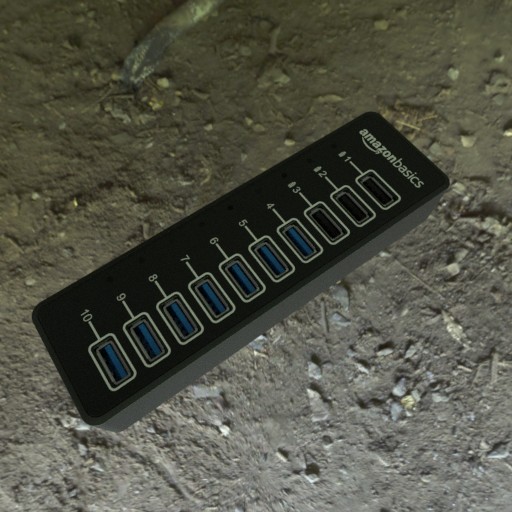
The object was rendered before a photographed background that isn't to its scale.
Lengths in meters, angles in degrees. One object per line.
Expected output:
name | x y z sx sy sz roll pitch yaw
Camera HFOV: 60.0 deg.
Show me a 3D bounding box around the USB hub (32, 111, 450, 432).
USB hub | 0.000 0.000 0.159 0.145 0.023 0.044 -33 69 -15
